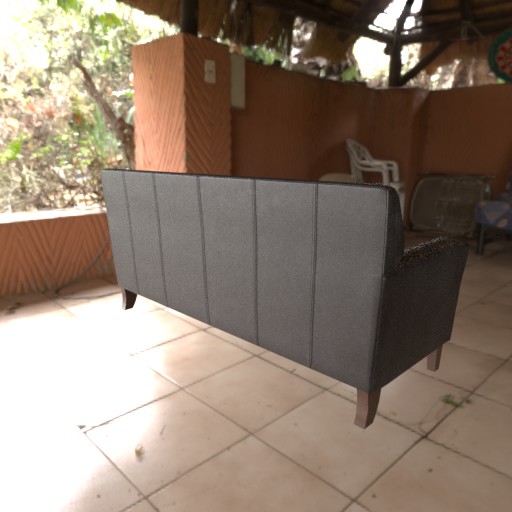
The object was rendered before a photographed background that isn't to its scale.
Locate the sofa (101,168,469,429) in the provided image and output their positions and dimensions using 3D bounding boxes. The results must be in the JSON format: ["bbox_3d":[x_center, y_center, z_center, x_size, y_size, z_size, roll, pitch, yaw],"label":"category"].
[{"bbox_3d":[0.000,0.000,2.520,0.805,0.947,2.053,-13,19,-43],"label":"sofa"}]
